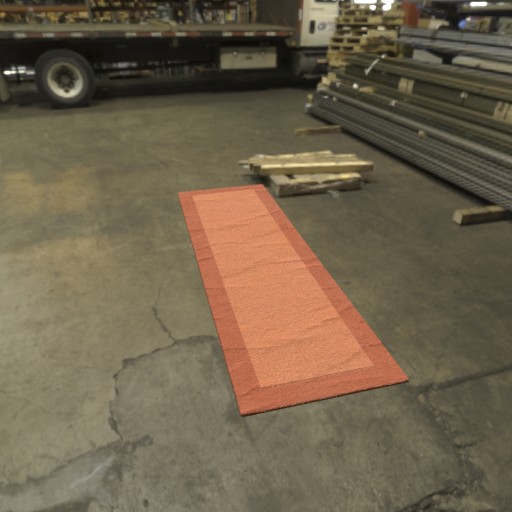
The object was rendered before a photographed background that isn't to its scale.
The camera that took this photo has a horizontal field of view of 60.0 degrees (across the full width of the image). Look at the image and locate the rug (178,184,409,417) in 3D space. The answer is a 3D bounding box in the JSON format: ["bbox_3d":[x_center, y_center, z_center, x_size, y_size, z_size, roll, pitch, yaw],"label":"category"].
[{"bbox_3d":[0.000,0.000,2.865,0.914,0.013,2.471,-10,32,-16],"label":"rug"}]
